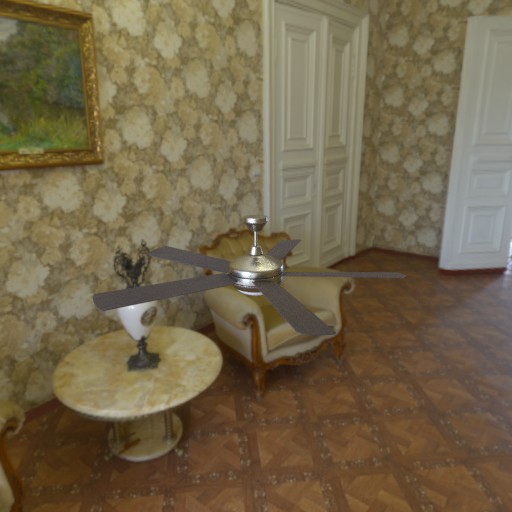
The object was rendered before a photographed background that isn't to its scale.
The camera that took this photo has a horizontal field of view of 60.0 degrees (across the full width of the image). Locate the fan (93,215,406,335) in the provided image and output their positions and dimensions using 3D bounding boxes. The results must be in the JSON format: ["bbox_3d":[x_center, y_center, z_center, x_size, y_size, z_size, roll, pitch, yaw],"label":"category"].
[{"bbox_3d":[0.000,0.000,1.986,1.321,0.356,1.321,-2,15,-7],"label":"fan"}]
